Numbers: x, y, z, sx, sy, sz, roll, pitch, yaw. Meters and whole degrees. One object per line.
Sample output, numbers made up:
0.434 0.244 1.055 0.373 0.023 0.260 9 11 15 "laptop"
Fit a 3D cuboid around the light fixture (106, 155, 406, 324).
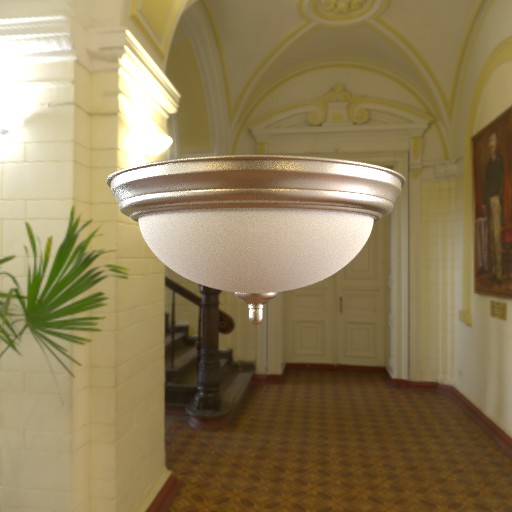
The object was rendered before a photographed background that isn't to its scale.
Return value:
0.000 0.000 0.436 0.280 0.135 0.280 0 0 0 "light fixture"
